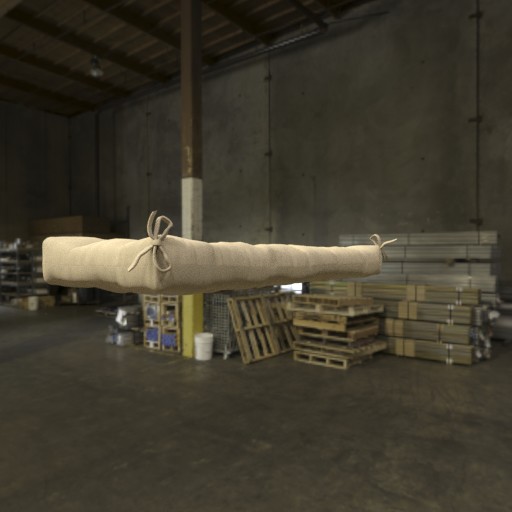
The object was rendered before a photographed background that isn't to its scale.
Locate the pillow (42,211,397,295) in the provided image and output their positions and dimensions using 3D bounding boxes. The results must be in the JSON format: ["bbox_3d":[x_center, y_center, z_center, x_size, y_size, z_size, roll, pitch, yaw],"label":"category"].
[{"bbox_3d":[0.000,0.000,1.378,0.511,0.174,1.194,0,0,37],"label":"pillow"}]
